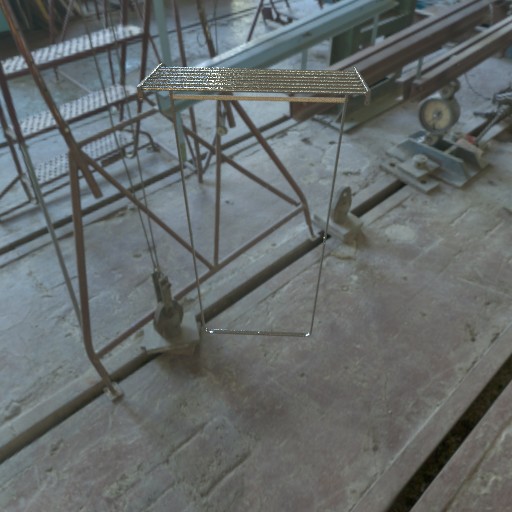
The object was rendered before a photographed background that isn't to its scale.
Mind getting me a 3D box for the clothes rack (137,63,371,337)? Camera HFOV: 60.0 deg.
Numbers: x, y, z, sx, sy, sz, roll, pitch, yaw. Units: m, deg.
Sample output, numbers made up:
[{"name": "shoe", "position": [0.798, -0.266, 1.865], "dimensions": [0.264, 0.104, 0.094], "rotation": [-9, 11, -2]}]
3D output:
[{"name": "clothes rack", "position": [0.000, 0.000, 1.820], "dimensions": [0.609, 1.574, 0.349], "rotation": [2, 45, 2]}]
